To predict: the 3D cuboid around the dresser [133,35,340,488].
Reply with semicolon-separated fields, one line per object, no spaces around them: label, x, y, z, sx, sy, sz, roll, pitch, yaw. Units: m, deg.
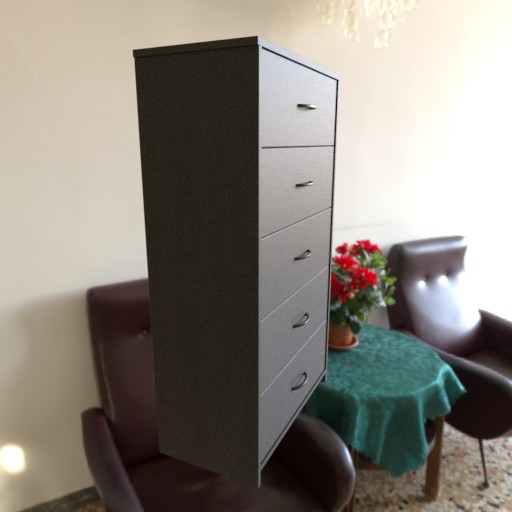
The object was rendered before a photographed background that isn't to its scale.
dresser;0.000;0.000;1.562;0.399;1.255;0.704;7;16;25
